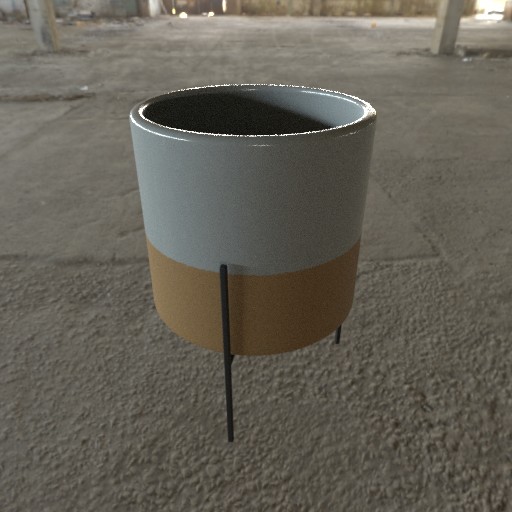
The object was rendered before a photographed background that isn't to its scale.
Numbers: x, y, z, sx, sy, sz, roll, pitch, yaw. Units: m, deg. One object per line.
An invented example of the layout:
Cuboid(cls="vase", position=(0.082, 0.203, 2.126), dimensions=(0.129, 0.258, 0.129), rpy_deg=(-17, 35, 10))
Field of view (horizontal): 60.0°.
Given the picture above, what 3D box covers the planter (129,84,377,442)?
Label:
Cuboid(cls="planter", position=(0.000, 0.000, 0.657), dimensions=(0.310, 0.432, 0.310), rpy_deg=(-2, 31, -3))
